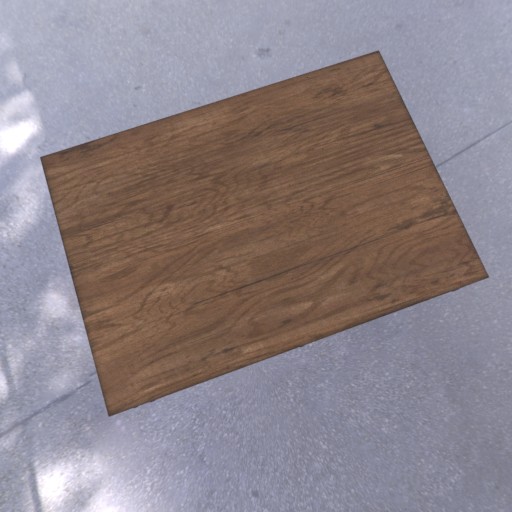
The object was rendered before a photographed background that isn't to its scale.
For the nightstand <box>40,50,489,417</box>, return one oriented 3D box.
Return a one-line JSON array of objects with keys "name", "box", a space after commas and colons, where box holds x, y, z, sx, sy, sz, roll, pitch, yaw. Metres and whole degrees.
[{"name": "nightstand", "box": [0.000, 0.000, 1.007, 0.610, 0.610, 0.446, -19, 77, -4]}]
